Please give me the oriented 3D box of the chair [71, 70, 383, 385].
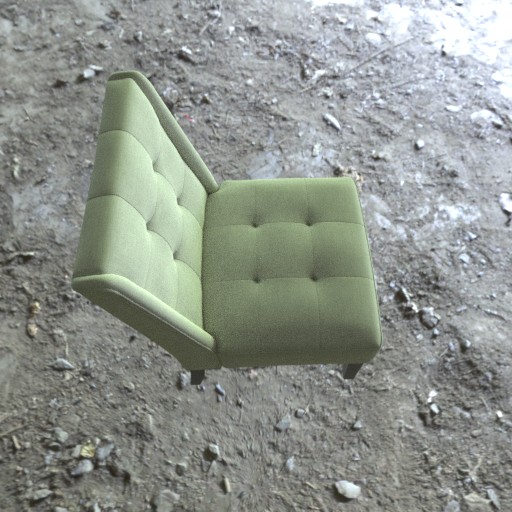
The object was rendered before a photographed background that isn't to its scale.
[{"bbox_3d":[0.000,0.000,1.270,0.676,0.853,0.569,-2,62,-1],"label":"chair"}]
